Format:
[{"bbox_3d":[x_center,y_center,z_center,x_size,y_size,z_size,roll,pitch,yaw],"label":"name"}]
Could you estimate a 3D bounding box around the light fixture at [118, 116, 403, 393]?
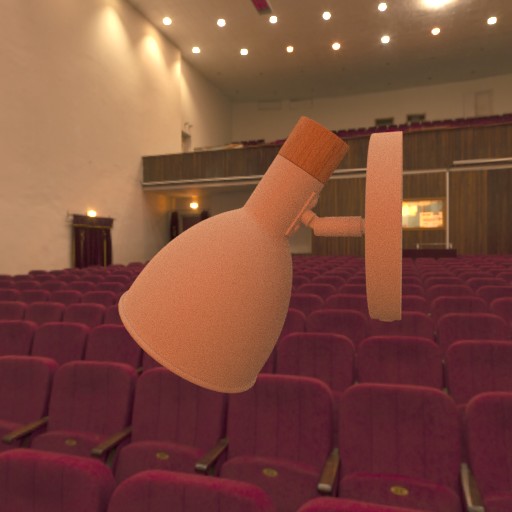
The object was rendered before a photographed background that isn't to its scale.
[{"bbox_3d":[0.000,0.000,0.332,0.209,0.199,0.127,0,0,19],"label":"light fixture"}]
